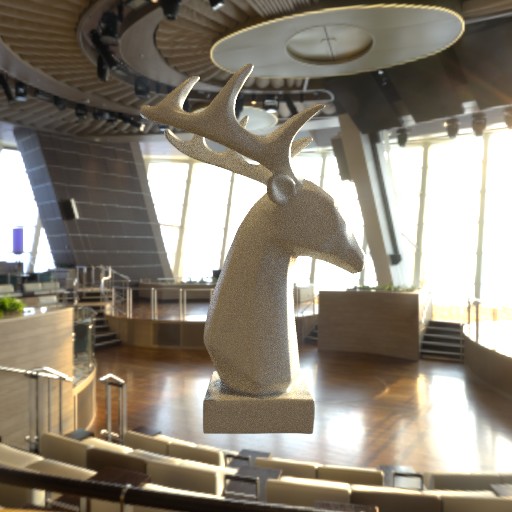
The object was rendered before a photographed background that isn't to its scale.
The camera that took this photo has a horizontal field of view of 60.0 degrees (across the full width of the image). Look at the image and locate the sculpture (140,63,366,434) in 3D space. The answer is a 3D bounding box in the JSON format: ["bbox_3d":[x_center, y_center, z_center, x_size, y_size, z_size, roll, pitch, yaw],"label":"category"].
[{"bbox_3d":[0.000,0.000,0.457,0.224,0.329,0.174,0,0,-1],"label":"sculpture"}]
